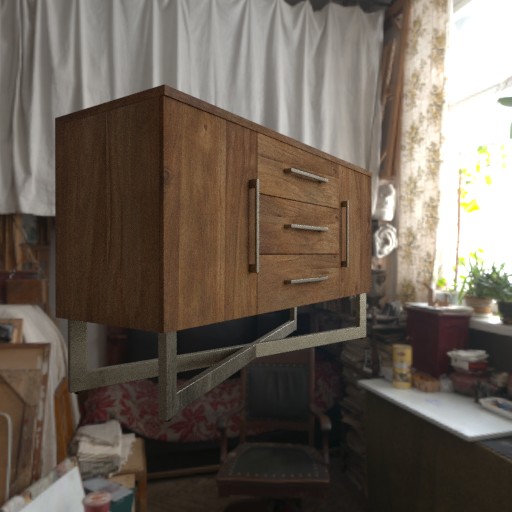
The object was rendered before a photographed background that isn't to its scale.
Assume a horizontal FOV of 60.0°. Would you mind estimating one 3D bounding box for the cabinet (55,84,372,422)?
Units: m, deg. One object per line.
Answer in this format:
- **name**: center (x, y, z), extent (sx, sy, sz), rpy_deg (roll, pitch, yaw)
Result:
- **cabinet**: center (0.000, 0.000, 1.726), extent (0.480, 0.812, 1.373), rpy_deg (0, 0, 35)
